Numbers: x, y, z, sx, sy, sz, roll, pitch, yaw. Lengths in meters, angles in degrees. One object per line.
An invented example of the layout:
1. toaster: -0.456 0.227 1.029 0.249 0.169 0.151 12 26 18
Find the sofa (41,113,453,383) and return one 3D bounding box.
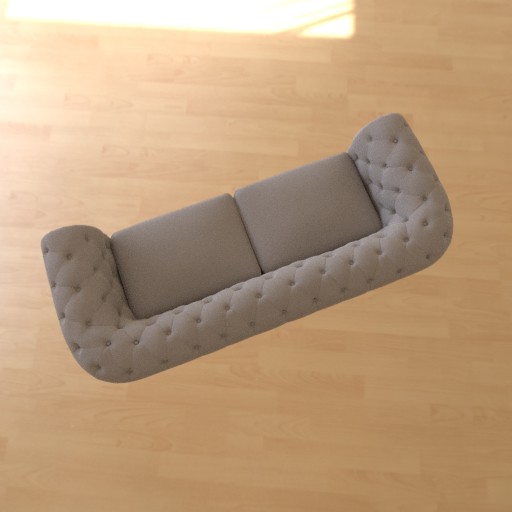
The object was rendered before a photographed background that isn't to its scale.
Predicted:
1. sofa: 0.000 0.000 2.867 2.411 0.749 0.991 -20 75 -6
